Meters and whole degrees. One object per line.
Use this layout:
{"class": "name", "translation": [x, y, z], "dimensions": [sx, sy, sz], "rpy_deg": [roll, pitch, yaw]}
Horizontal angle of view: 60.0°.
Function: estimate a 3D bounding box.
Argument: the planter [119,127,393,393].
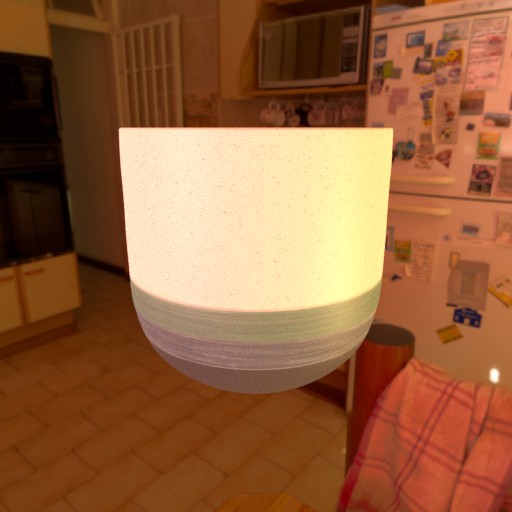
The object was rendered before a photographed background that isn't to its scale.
{"class": "planter", "translation": [0.000, 0.000, 0.485], "dimensions": [0.268, 0.270, 0.268], "rpy_deg": [0, 16, 0]}
